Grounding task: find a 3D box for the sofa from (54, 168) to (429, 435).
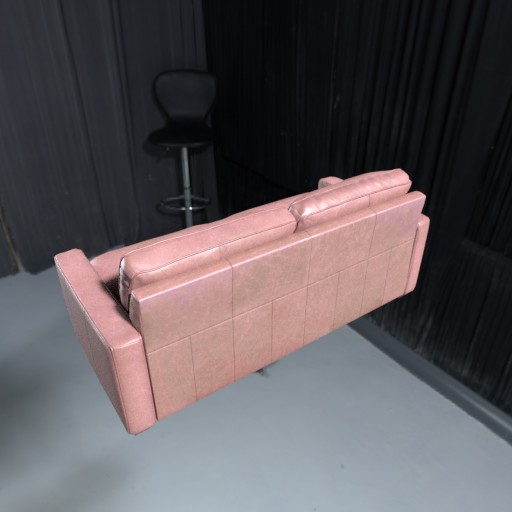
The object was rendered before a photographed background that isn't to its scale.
[{"bbox_3d":[0.000,0.000,2.646,2.080,0.919,0.940,-20,36,-29],"label":"sofa"}]
